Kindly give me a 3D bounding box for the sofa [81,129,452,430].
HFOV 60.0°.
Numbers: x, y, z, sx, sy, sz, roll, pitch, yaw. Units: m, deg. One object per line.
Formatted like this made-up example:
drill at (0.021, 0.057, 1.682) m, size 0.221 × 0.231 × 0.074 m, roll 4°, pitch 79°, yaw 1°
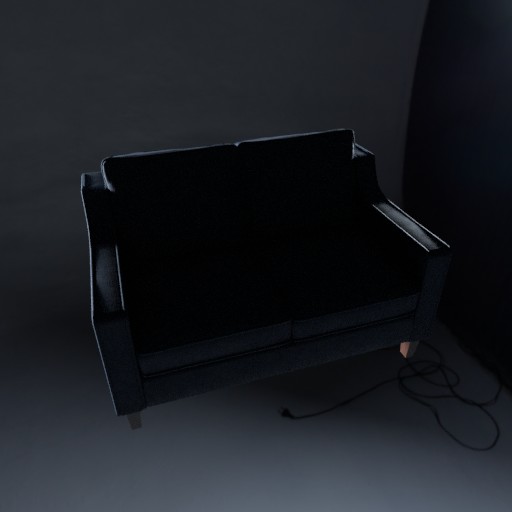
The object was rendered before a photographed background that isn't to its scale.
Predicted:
sofa at (0.000, 0.000, 2.186) m, size 1.501 × 0.971 × 0.987 m, roll -10°, pitch 34°, yaw -15°
